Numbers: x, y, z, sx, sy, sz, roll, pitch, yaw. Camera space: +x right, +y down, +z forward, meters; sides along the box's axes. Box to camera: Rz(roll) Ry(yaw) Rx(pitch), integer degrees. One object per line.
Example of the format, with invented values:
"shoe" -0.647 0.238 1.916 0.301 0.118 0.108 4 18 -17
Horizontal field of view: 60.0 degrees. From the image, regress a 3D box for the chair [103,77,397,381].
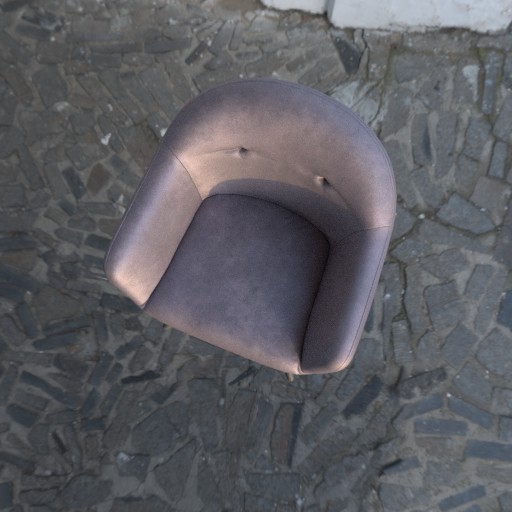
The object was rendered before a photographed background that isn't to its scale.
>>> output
"chair" 0.000 0.000 1.182 0.567 0.781 0.544 21 78 5
